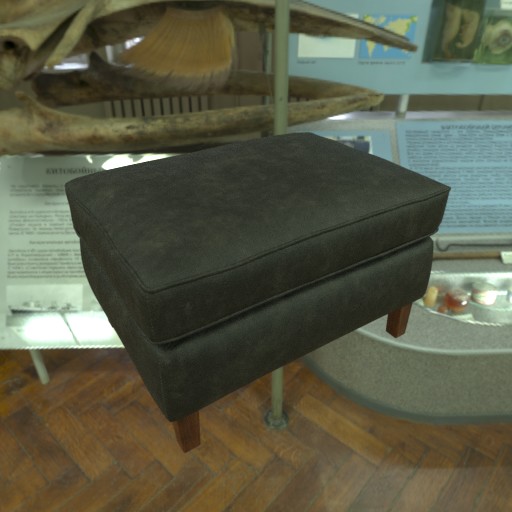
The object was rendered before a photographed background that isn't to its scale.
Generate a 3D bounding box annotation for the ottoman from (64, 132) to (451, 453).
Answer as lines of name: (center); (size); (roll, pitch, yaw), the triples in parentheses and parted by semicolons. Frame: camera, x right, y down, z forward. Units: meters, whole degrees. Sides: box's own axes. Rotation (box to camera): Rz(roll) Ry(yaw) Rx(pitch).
ottoman: (0.000, 0.000, 0.985); (0.665, 0.413, 0.501); (-19, 36, -28)
